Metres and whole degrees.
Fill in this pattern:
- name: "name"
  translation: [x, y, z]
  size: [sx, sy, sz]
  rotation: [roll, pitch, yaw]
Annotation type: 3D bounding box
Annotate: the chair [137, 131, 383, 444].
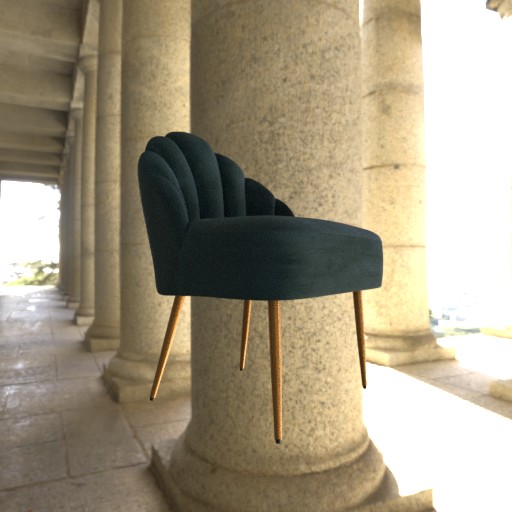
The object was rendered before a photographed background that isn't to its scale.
- name: "chair"
  translation: [0.000, 0.000, 1.305]
  size: [0.599, 0.819, 0.657]
  rotation: [0, -1, 35]
